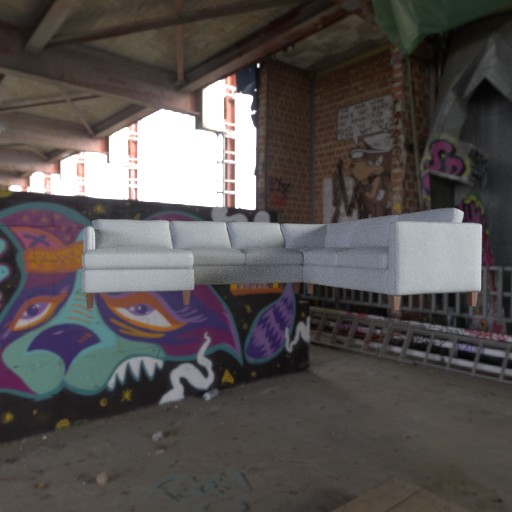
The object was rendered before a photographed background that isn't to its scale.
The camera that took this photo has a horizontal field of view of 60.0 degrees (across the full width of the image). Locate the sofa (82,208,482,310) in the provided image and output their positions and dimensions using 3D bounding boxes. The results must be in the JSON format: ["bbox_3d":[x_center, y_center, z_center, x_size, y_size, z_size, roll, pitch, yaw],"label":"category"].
[{"bbox_3d":[0.000,0.000,4.403,3.238,0.853,2.551,0,0,-19],"label":"sofa"}]
